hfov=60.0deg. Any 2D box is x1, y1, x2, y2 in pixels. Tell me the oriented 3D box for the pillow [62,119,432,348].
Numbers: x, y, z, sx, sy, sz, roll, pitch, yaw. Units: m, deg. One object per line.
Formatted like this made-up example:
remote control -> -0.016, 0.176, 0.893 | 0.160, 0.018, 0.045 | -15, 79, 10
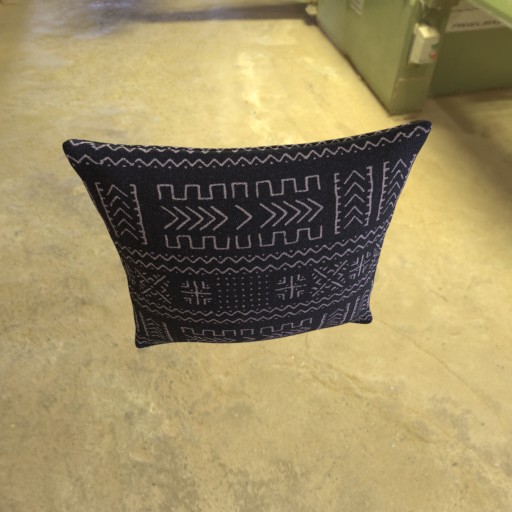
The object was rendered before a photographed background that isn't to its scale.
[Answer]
pillow -> 0.000, 0.000, 0.665 | 0.438, 0.430, 0.164 | -5, 47, -5
